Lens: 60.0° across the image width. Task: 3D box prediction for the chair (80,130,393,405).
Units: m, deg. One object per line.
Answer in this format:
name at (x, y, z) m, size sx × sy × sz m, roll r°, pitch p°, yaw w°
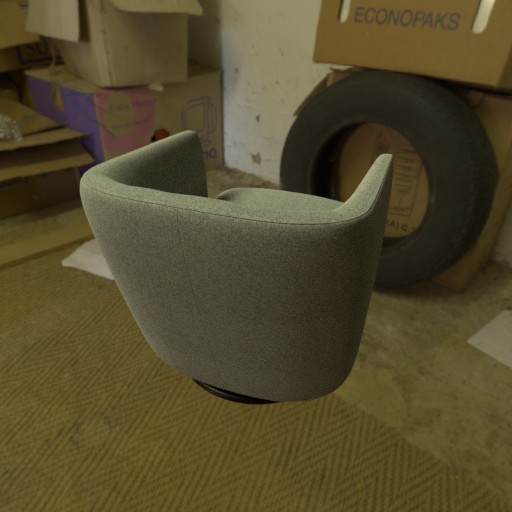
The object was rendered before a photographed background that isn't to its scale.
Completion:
chair at (0.000, 0.000, 1.557) m, size 0.822 × 0.861 × 0.986 m, roll 11°, pitch 35°, yaw 17°
